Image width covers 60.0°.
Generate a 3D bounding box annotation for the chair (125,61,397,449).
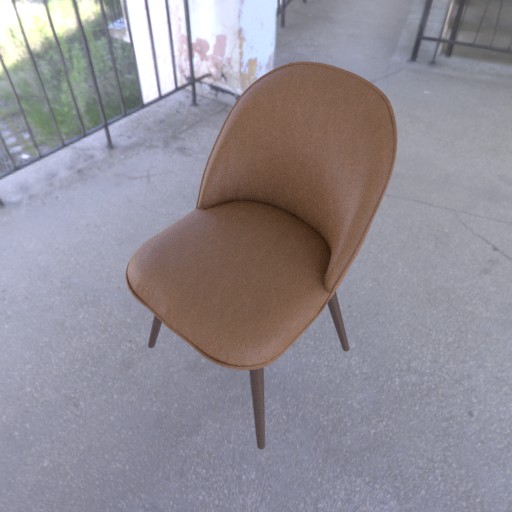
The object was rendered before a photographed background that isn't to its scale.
[{"bbox_3d":[0.000,0.000,1.213,0.521,0.831,0.631,33,55,27],"label":"chair"}]
